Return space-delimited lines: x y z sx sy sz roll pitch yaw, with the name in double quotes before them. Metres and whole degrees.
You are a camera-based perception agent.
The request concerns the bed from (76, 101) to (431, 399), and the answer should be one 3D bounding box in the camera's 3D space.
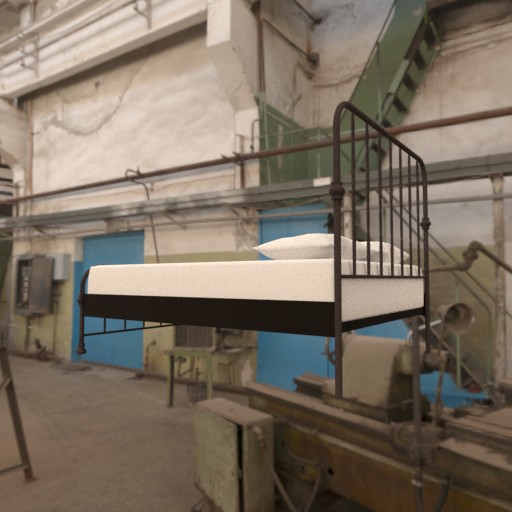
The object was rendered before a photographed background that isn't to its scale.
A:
"bed" 0.000 0.000 3.318 2.134 1.446 1.616 -2 -4 36
